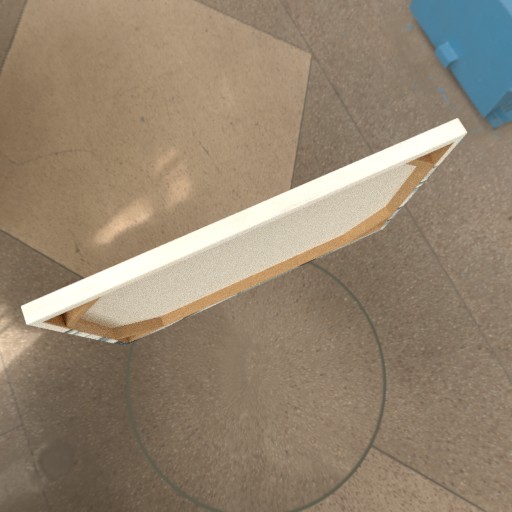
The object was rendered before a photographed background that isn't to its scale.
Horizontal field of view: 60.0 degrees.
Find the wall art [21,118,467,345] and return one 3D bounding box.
[{"bbox_3d":[0.000,0.000,1.134,0.914,0.609,0.039,-24,76,-6],"label":"wall art"}]
